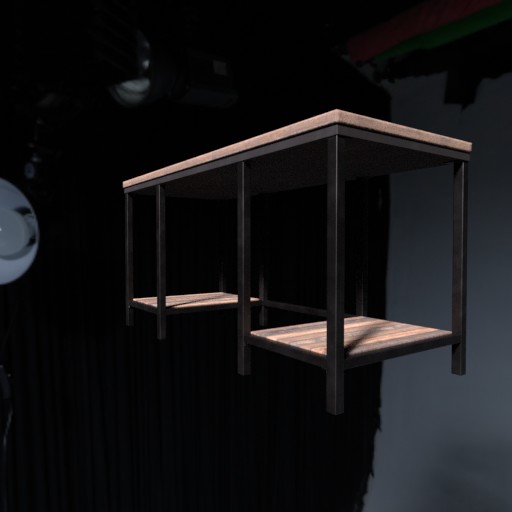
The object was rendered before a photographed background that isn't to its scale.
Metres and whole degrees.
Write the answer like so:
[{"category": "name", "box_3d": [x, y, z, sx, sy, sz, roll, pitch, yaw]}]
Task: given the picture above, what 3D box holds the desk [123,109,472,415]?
[{"category": "desk", "box_3d": [0.000, 0.000, 1.890, 0.617, 0.753, 1.538, -1, 2, -36]}]
